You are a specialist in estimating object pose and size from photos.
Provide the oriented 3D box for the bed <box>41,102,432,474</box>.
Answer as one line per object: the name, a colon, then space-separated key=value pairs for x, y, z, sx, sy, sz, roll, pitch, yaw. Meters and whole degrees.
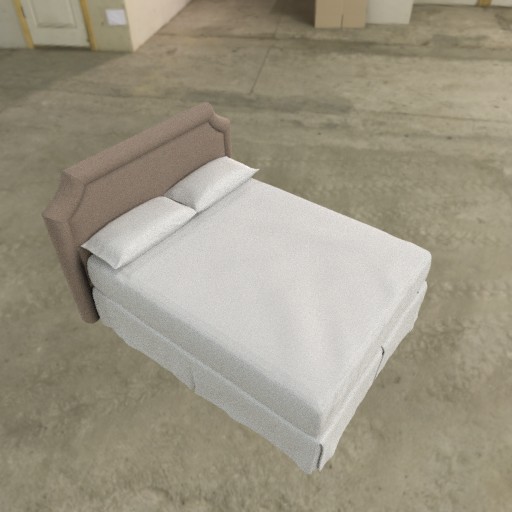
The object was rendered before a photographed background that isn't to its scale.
bed: x=0.000 y=0.000 z=3.208 sx=2.164 sy=1.303 sz=1.828 roll=27 pitch=48 yaw=27
